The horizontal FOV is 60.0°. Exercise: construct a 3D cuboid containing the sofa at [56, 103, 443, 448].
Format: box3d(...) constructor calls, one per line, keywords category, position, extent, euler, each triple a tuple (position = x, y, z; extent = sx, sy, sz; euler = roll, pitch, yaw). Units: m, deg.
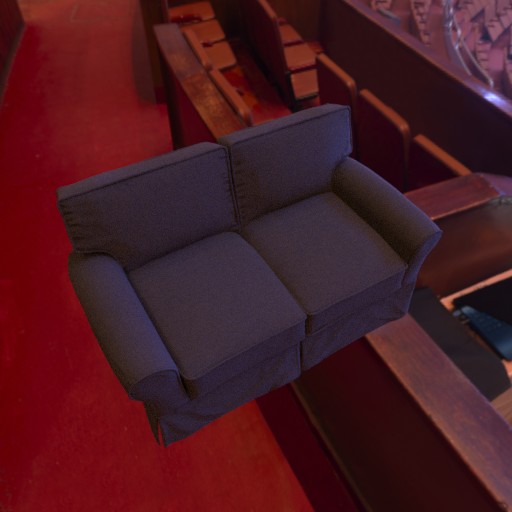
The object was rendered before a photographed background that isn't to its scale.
box3d(category="sofa", position=(0.000, 0.000, 2.389), extent=(1.801, 1.059, 0.997), euler=(-24, 51, -21))
